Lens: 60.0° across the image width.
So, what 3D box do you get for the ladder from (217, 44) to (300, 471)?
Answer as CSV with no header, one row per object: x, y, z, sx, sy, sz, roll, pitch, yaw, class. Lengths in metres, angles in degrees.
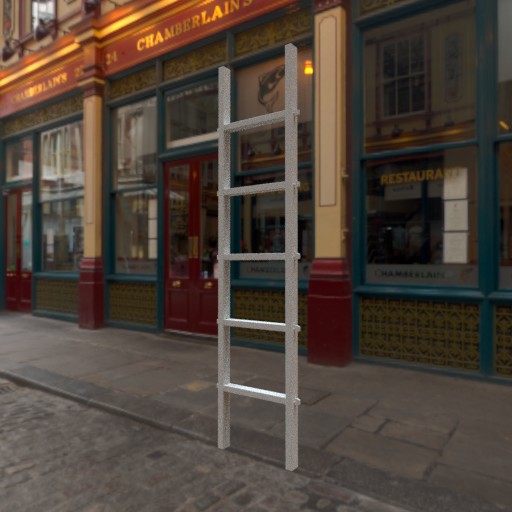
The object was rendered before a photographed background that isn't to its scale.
0.000,0.000,1.999,0.452,1.797,0.051,-1,-1,36,ladder
